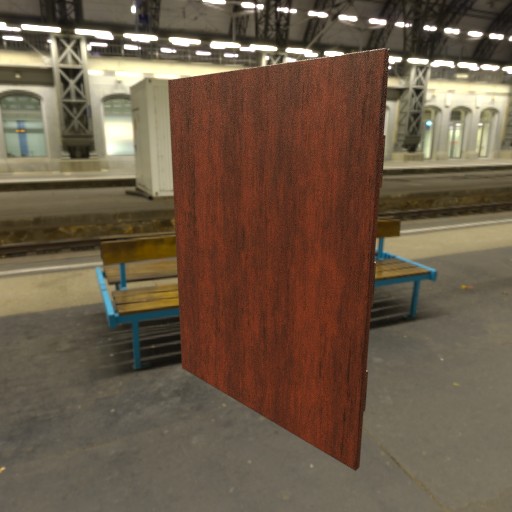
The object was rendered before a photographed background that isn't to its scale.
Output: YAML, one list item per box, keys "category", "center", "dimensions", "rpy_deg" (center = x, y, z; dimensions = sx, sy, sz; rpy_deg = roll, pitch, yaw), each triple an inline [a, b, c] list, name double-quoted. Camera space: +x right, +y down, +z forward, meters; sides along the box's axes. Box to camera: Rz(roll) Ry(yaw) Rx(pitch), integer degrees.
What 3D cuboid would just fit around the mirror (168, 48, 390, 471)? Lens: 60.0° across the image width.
- category: "mirror"
  center: [0.000, 0.000, 1.022]
  dimensions: [0.600, 0.805, 0.021]
  rpy_deg: [15, 21, 43]
